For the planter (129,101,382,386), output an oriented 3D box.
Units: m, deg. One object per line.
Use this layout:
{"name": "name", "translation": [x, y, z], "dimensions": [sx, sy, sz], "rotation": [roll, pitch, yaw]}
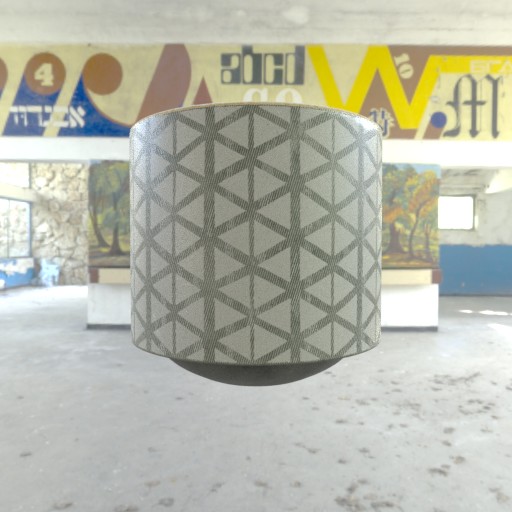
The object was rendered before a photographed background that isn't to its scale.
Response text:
{"name": "planter", "translation": [0.000, 0.000, 0.459], "dimensions": [0.250, 0.239, 0.250], "rotation": [0, 2, 0]}
